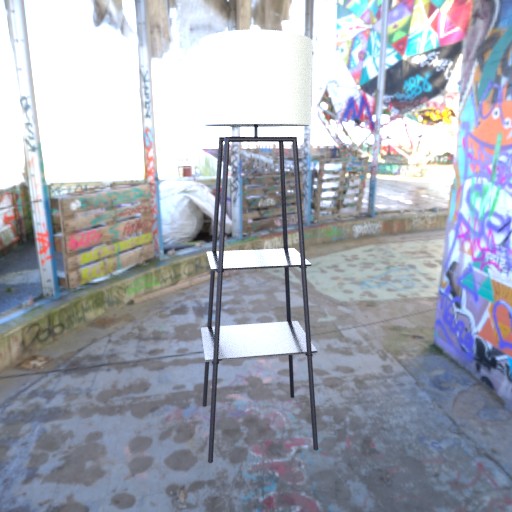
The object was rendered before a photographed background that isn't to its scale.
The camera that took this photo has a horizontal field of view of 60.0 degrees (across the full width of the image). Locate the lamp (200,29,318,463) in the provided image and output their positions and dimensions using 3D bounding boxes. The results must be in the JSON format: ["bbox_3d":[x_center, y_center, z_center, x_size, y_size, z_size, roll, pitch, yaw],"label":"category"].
[{"bbox_3d":[0.000,0.000,1.670,0.427,1.474,0.384,-3,15,-10],"label":"lamp"}]
